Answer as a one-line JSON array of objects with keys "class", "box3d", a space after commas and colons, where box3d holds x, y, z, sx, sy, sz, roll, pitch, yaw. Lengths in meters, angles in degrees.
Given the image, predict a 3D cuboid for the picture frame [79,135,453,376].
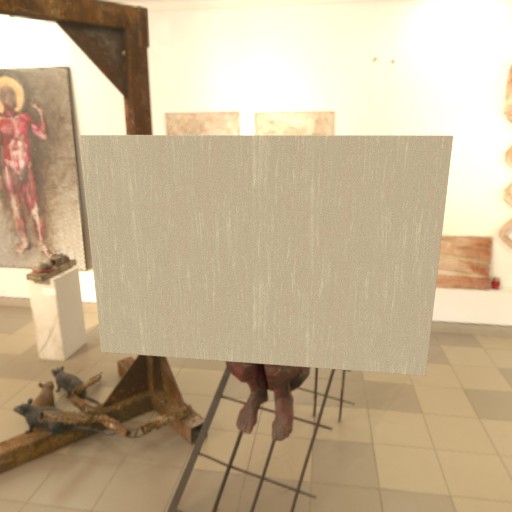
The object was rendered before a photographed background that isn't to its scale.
[{"class": "picture frame", "box3d": [0.000, 0.000, 1.217, 0.950, 0.640, 0.029, 2, 16, 8]}]
